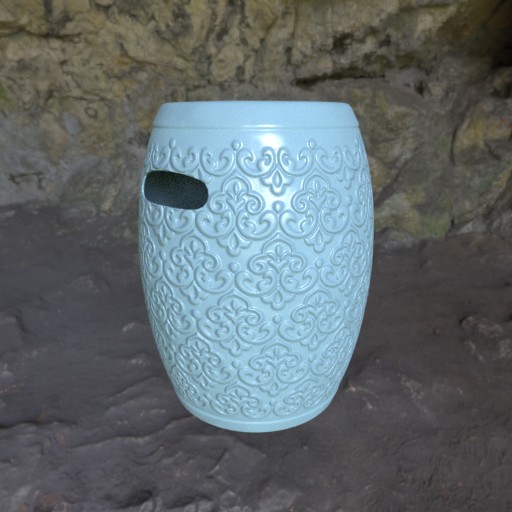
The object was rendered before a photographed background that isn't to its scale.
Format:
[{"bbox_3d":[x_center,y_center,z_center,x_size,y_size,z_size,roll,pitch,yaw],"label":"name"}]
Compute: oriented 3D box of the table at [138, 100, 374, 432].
[{"bbox_3d":[0.000,0.000,0.609,0.309,0.397,0.309,0,18,0],"label":"table"}]
